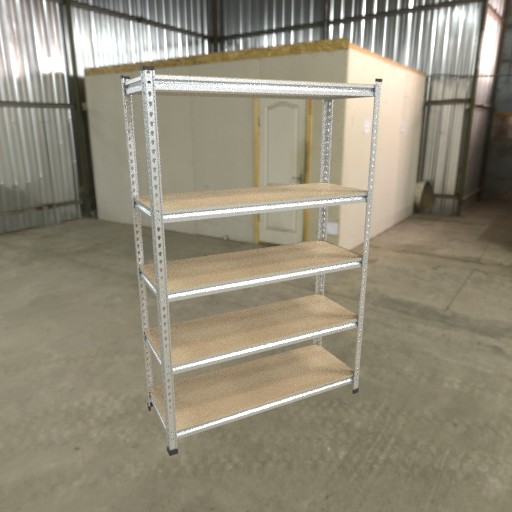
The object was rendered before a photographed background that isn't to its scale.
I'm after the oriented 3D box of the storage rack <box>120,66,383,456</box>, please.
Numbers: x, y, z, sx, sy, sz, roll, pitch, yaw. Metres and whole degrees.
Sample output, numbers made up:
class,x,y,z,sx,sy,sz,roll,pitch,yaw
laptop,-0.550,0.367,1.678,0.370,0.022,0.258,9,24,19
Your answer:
class,x,y,z,sx,sy,sz,roll,pitch,yaw
storage rack,0.000,0.000,2.438,1.219,1.829,0.457,-8,19,-26
